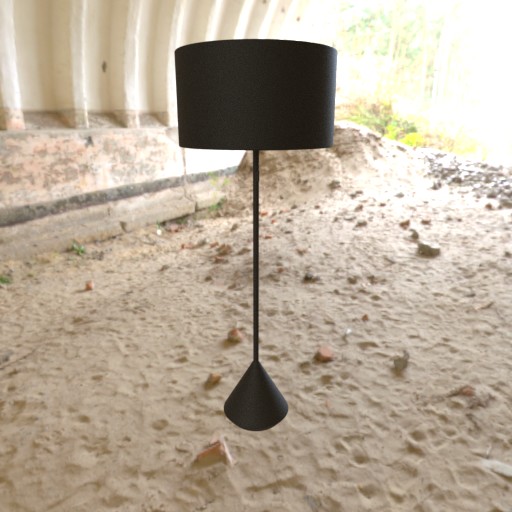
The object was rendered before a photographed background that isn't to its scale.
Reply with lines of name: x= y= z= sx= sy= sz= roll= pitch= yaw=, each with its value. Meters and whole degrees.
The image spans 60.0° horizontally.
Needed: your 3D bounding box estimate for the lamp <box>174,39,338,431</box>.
lamp: x=0.000 y=0.000 z=1.816 sx=0.580 sy=1.526 sz=0.580 roll=-2 pitch=17 yaw=-7
